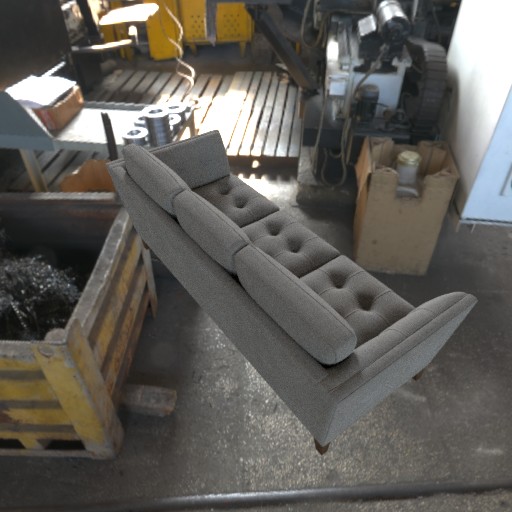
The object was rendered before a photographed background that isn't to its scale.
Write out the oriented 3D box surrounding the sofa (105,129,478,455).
[{"bbox_3d":[0.000,0.000,2.880,0.965,0.940,2.387,-26,47,-27],"label":"sofa"}]
